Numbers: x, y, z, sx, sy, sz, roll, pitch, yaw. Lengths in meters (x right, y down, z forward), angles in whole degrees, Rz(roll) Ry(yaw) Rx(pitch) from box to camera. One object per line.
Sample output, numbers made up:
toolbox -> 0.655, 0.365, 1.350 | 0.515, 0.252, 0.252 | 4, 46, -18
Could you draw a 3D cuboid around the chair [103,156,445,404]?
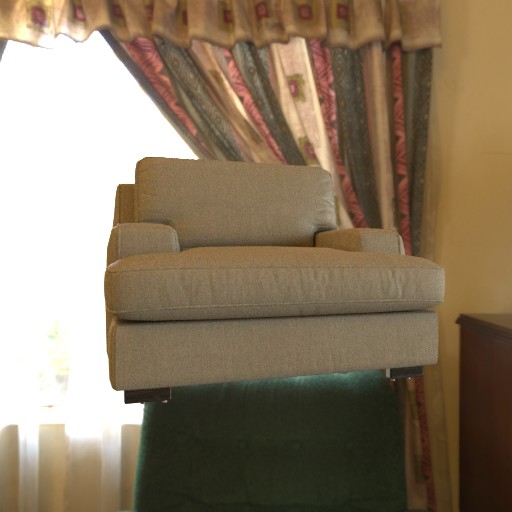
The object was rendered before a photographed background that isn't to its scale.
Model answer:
chair -> 0.000, 0.000, 1.981 | 1.270, 0.974, 1.043 | 0, 0, -17
